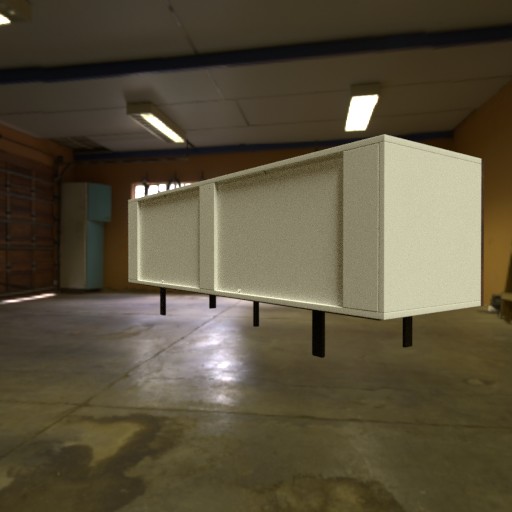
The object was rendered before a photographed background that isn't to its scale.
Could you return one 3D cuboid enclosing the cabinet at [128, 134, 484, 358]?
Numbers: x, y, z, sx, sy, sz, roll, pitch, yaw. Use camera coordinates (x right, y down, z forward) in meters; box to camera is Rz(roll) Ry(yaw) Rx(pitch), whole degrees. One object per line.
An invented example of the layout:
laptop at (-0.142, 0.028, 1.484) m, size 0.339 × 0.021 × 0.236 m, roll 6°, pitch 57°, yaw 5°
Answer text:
cabinet at (0.000, 0.000, 1.679) m, size 0.431 × 0.533 × 1.499 m, roll 0°, pitch 1°, yaw -37°
